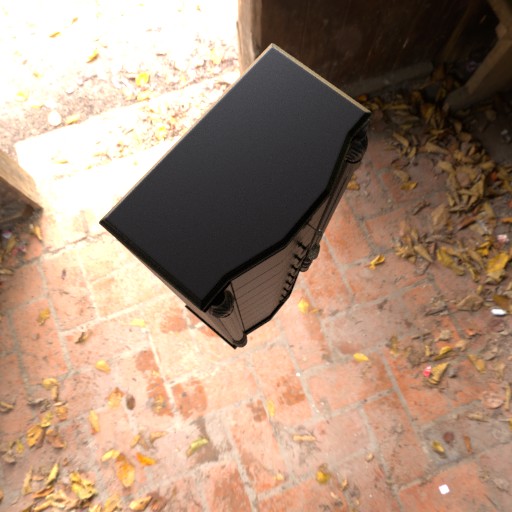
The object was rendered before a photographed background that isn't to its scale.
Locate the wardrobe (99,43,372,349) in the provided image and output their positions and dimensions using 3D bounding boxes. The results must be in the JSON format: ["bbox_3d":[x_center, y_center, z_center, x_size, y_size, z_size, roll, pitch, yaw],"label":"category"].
[{"bbox_3d":[0.000,0.000,1.188,0.295,1.011,0.444,39,79,9],"label":"wardrobe"}]
